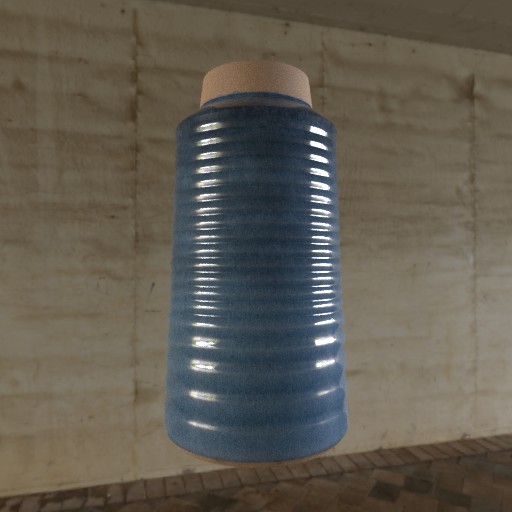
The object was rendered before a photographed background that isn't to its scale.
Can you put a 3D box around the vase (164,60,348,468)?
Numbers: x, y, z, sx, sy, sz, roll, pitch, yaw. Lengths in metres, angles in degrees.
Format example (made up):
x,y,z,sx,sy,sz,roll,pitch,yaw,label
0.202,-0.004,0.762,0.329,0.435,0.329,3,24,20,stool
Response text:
x,y,z,sx,sy,sz,roll,pitch,yaw,label
0.000,0.000,0.402,0.163,0.316,0.163,0,-1,0,vase
